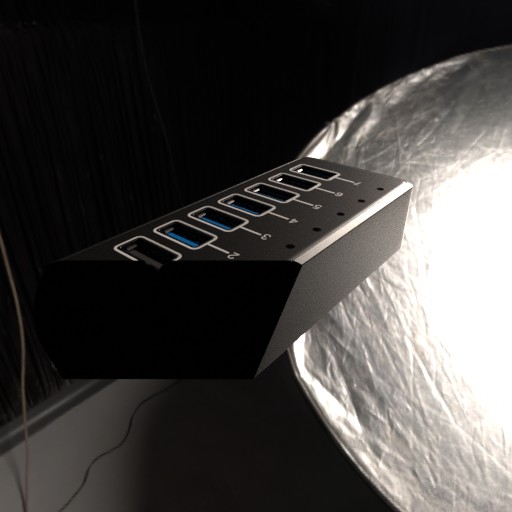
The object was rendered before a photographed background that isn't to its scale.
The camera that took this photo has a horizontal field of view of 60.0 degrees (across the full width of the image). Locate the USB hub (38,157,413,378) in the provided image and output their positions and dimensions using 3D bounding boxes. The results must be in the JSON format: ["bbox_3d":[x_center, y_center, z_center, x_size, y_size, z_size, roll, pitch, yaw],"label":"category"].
[{"bbox_3d":[0.000,0.000,0.124,0.044,0.023,0.110,23,38,34],"label":"USB hub"}]
